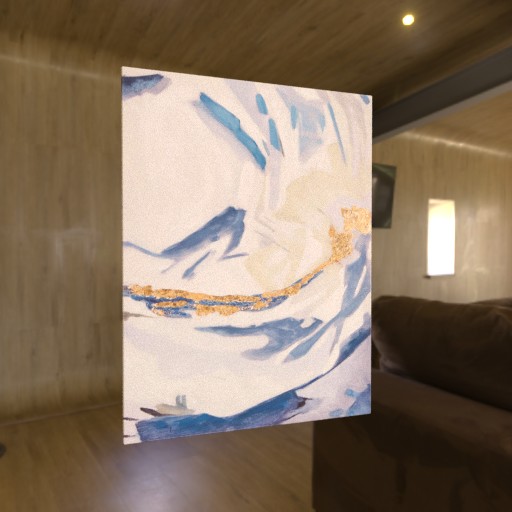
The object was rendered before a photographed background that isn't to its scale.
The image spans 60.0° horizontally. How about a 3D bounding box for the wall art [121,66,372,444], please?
[{"bbox_3d":[0.000,0.000,1.317,0.761,1.015,0.038,0,1,-17],"label":"wall art"}]
